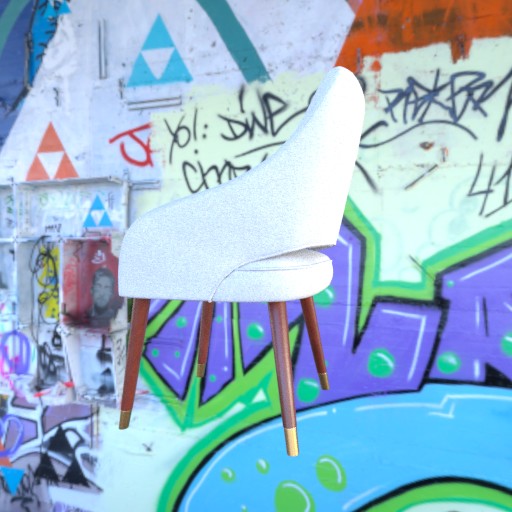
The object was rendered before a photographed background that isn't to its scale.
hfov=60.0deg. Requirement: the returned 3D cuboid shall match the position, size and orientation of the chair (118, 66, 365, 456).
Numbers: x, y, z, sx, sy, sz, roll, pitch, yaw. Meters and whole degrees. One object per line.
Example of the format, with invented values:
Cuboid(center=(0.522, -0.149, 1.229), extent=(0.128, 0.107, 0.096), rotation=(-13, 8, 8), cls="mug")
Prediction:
Cuboid(center=(0.000, 0.000, 1.280), extent=(0.600, 0.889, 0.609), rotation=(1, 2, 18), cls="chair")
